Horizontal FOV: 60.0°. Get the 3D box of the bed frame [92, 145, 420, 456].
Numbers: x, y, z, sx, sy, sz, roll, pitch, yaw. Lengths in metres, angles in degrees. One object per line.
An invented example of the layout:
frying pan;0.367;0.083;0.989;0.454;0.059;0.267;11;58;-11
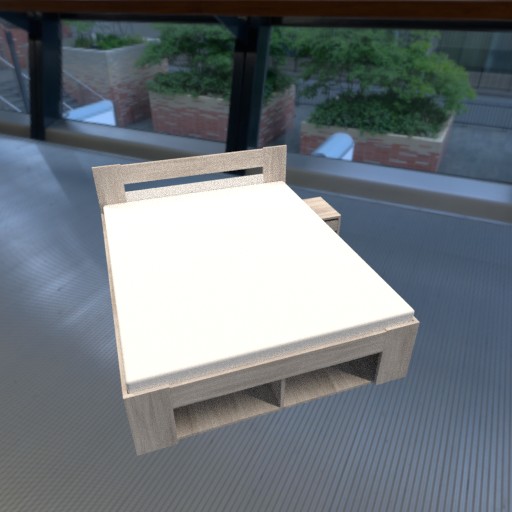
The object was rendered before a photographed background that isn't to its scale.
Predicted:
bed frame;0.000;0.000;3.204;2.040;0.860;2.050;-11;34;-16
